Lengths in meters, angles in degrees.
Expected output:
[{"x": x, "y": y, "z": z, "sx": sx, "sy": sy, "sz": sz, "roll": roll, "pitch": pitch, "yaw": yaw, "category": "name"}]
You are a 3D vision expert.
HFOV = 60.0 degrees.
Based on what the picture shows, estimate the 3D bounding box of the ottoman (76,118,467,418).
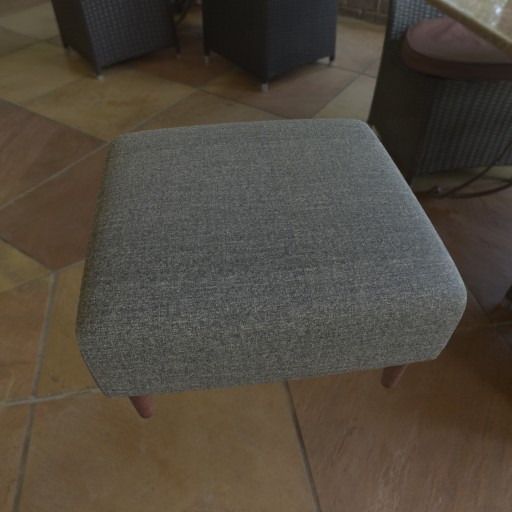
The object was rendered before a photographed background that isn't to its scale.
[{"x": 0.000, "y": 0.000, "z": 1.037, "sx": 0.655, "sy": 0.399, "sz": 0.648, "roll": -5, "pitch": 46, "yaw": -5, "category": "ottoman"}]
